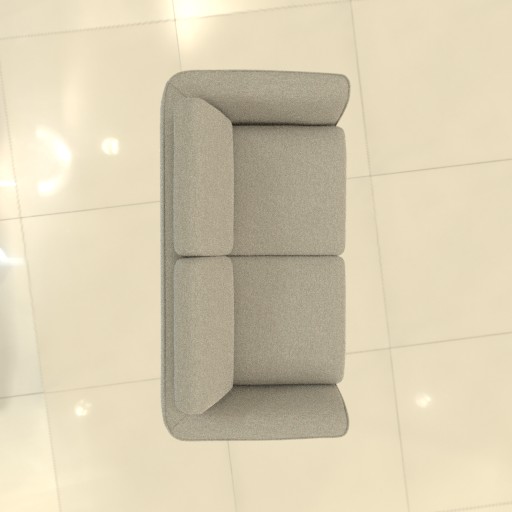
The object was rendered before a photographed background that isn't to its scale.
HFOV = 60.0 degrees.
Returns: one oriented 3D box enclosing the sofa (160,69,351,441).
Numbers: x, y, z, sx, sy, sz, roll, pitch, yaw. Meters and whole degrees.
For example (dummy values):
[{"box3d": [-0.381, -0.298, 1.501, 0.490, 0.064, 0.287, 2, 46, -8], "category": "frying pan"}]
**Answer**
[{"box3d": [0.000, 0.000, 2.213, 0.920, 0.850, 1.700, 0, 91, -2], "category": "sofa"}]
